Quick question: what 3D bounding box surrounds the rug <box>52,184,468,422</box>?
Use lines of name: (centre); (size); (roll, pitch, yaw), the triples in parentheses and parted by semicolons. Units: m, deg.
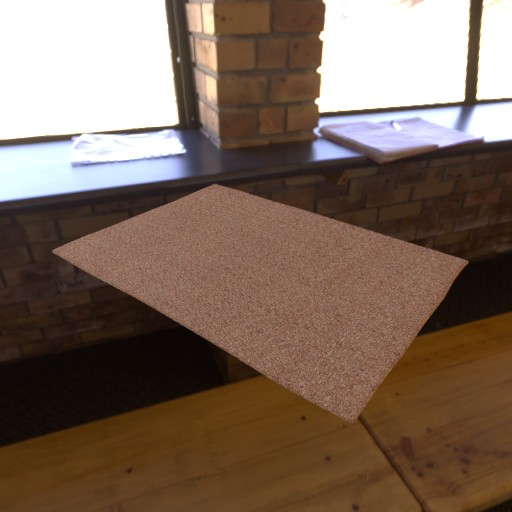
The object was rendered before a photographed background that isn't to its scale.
rug: (0.000, 0.000, 2.764); (2.141, 0.013, 1.566); (21, 36, 32)
